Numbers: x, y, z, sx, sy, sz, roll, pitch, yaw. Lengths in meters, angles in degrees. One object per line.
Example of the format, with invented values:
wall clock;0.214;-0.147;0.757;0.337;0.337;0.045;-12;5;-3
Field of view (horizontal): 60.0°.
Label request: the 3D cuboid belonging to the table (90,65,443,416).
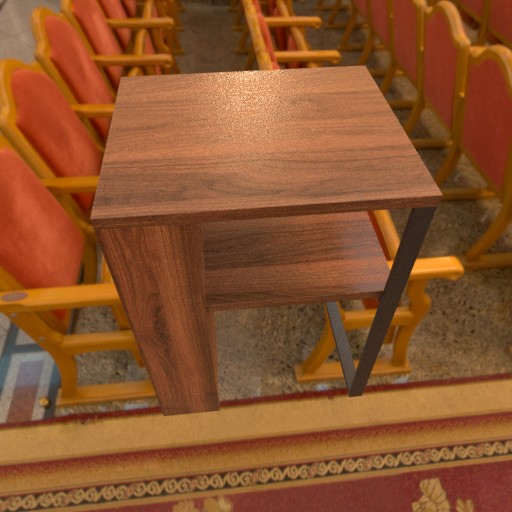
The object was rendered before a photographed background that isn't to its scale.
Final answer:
table;0.000;0.000;1.585;0.786;1.041;0.660;-4;48;-4
